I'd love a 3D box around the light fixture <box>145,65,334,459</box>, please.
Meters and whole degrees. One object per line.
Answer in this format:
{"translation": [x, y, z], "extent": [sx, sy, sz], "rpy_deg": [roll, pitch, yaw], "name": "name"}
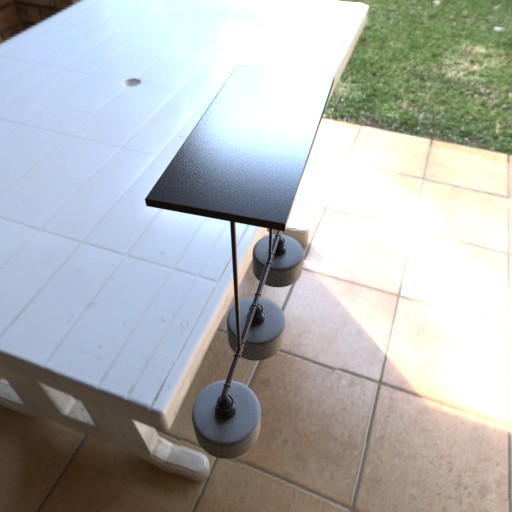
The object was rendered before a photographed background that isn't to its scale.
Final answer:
{"translation": [0.000, 0.000, 0.859], "extent": [0.177, 0.557, 0.582], "rpy_deg": [11, 48, 10], "name": "light fixture"}
